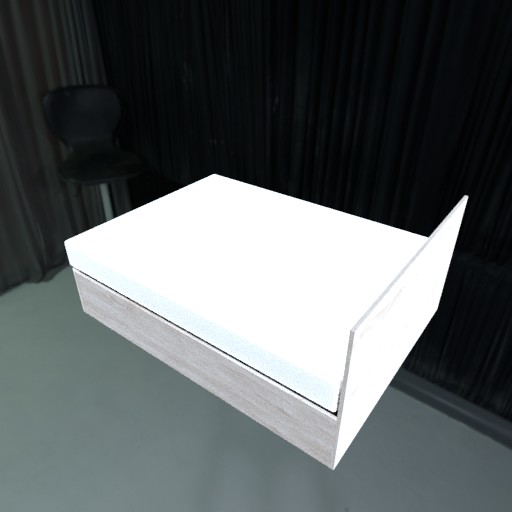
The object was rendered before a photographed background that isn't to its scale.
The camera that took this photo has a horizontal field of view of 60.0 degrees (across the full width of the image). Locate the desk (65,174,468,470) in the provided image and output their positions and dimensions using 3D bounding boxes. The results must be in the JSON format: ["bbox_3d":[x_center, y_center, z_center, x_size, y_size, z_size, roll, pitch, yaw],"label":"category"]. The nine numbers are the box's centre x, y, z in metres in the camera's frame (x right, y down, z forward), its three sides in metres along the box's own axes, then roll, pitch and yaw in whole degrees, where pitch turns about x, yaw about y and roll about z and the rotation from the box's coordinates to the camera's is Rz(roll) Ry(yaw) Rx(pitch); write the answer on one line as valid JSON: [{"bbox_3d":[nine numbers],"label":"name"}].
[{"bbox_3d":[0.000,0.000,2.686,1.900,0.800,1.400,22,38,31],"label":"desk"}]
